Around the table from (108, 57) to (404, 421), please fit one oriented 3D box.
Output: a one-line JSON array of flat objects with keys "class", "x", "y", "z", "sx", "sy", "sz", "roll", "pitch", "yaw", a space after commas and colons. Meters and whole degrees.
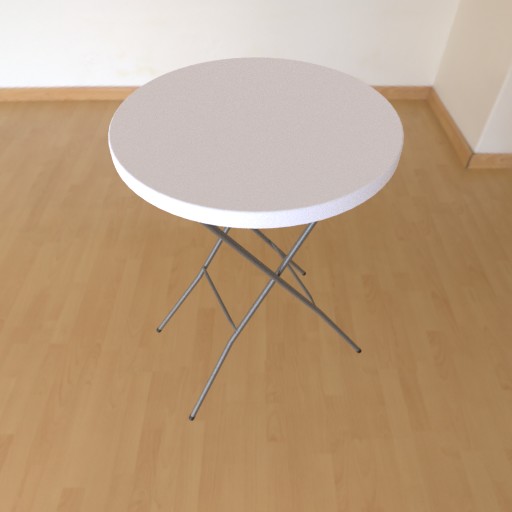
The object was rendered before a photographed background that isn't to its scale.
[{"class": "table", "x": 0.000, "y": 0.000, "z": 1.613, "sx": 0.795, "sy": 1.105, "sz": 0.792, "roll": -19, "pitch": 49, "yaw": -17}]
